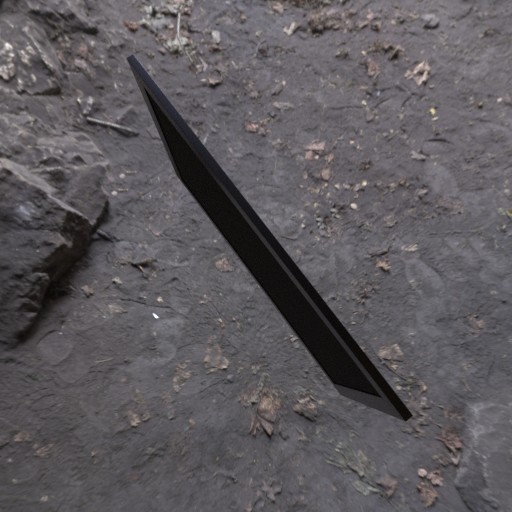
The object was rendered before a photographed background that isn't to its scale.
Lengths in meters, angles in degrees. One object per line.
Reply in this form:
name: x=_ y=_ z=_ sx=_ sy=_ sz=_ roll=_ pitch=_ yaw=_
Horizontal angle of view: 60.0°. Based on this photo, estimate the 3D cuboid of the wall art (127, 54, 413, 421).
wall art: x=0.000 y=0.000 z=0.843 sx=0.013 sy=0.447 sz=0.660 roll=-36 pitch=79 yaw=-8
